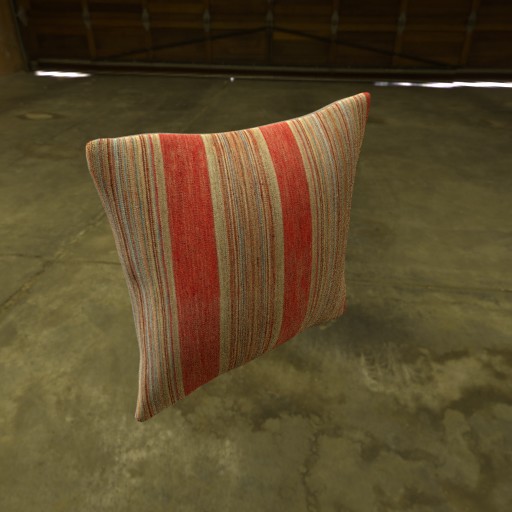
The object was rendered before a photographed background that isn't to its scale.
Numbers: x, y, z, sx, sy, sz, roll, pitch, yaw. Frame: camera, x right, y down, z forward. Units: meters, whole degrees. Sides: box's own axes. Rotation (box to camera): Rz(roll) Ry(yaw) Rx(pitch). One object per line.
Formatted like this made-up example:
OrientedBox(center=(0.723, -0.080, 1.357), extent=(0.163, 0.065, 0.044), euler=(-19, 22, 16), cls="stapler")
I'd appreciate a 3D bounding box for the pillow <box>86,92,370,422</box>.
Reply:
OrientedBox(center=(0.000, 0.000, 0.657), extent=(0.437, 0.419, 0.136), euler=(-21, 36, -32), cls="pillow")
